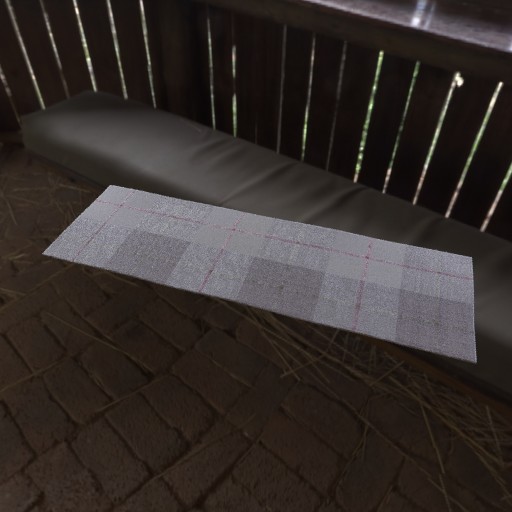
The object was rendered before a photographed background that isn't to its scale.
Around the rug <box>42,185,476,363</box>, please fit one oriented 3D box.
[{"bbox_3d":[0.000,0.000,2.634,2.439,0.013,0.762,13,45,13],"label":"rug"}]
